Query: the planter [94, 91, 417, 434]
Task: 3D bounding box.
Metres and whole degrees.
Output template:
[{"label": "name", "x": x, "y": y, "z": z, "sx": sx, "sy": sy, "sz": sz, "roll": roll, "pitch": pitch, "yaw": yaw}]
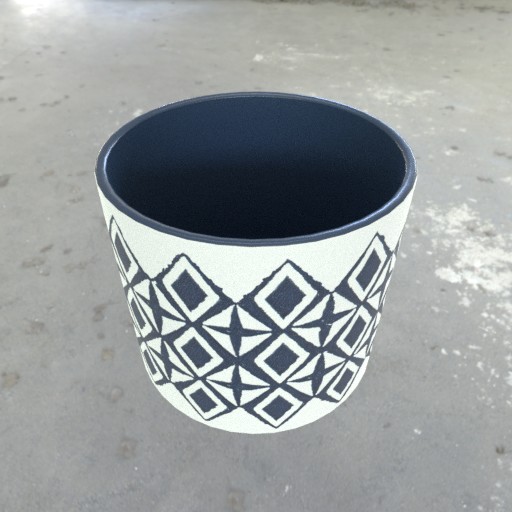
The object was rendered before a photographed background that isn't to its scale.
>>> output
[{"label": "planter", "x": 0.000, "y": 0.000, "z": 0.381, "sx": 0.224, "sy": 0.203, "sz": 0.224, "roll": 0, "pitch": 40, "yaw": 0}]
